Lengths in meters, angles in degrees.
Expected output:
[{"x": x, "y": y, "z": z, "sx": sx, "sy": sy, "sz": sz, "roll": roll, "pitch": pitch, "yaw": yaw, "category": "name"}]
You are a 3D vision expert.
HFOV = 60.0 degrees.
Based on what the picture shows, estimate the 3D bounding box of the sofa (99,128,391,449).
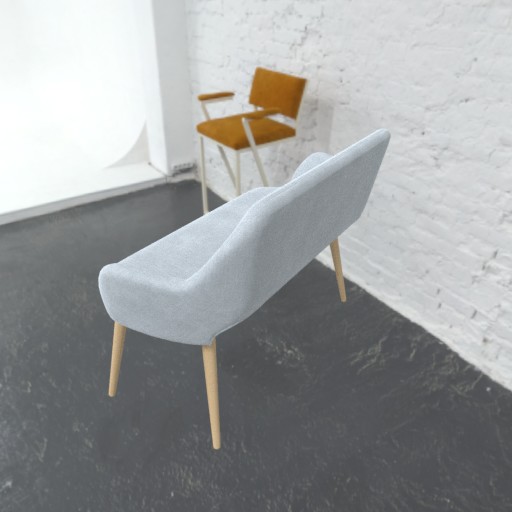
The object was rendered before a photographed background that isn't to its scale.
[{"x": 0.000, "y": 0.000, "z": 1.596, "sx": 0.610, "sy": 0.840, "sz": 1.150, "roll": 19, "pitch": 36, "yaw": 29, "category": "sofa"}]
